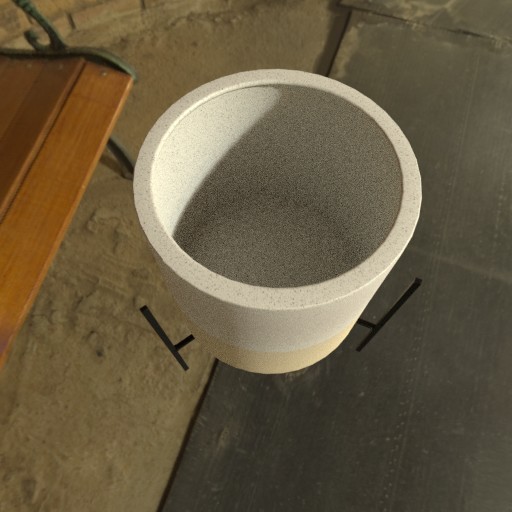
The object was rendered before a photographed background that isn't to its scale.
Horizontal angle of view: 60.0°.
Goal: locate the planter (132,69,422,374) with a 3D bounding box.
[{"bbox_3d":[0.000,0.000,0.528,0.263,0.362,0.267,-17,66,-8],"label":"planter"}]
